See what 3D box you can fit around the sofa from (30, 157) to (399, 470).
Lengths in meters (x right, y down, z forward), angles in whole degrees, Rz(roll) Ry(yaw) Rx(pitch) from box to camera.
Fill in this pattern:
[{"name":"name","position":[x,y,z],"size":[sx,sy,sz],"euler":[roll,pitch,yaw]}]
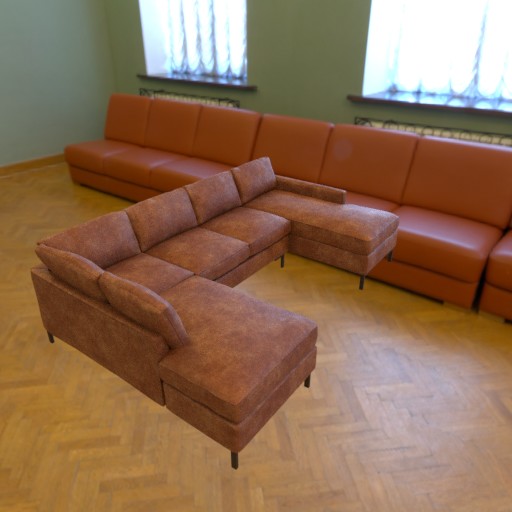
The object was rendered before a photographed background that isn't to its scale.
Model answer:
[{"name":"sofa","position":[0.000,0.000,3.790],"size":[1.939,0.900,2.956],"euler":[19,33,32]}]
